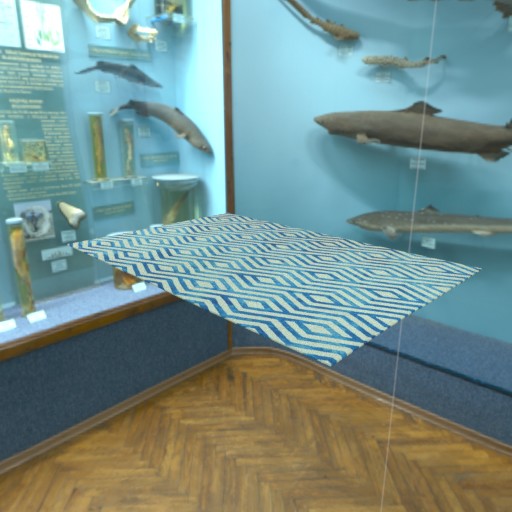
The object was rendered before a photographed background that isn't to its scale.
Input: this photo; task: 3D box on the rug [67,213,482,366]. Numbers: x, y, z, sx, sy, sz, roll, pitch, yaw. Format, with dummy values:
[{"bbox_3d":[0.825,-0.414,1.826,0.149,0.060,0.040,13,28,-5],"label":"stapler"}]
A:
[{"bbox_3d":[0.000,0.000,2.323,1.830,0.008,1.225,17,24,42],"label":"rug"}]
